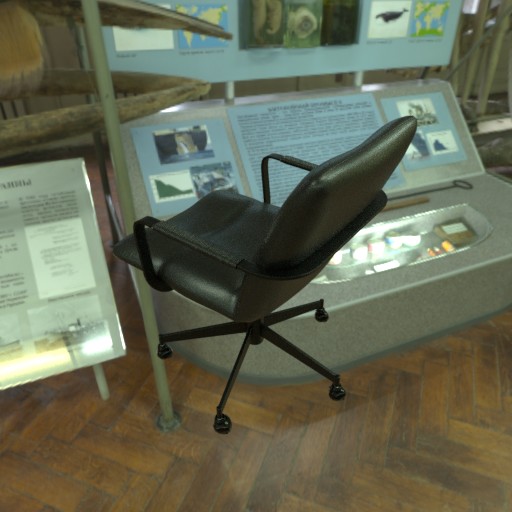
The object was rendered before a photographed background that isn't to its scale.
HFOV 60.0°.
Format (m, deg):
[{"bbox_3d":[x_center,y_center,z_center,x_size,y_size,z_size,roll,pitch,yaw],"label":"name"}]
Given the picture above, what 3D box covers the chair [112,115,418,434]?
[{"bbox_3d":[0.000,0.000,1.457,0.748,0.922,0.719,21,38,29],"label":"chair"}]
